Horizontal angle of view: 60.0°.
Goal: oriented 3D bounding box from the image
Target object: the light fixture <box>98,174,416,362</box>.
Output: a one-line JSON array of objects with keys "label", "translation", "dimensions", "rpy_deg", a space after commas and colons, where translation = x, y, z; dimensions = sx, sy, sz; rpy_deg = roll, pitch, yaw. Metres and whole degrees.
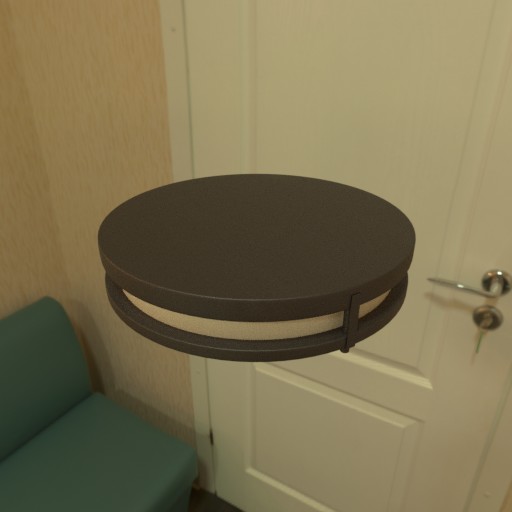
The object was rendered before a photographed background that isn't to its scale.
[{"label": "light fixture", "translation": [0.000, 0.000, 0.540], "dimensions": [0.356, 0.102, 0.356], "rpy_deg": [0, 27, 0]}]
